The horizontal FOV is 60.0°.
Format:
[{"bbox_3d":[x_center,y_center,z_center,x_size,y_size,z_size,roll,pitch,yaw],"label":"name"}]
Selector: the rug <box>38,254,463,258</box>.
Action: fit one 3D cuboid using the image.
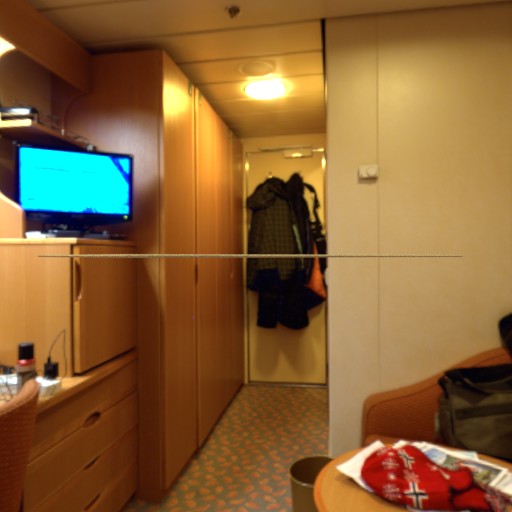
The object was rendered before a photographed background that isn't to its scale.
[{"bbox_3d":[0.000,0.000,2.282,1.829,0.010,1.219,0,0,-37],"label":"rug"}]
